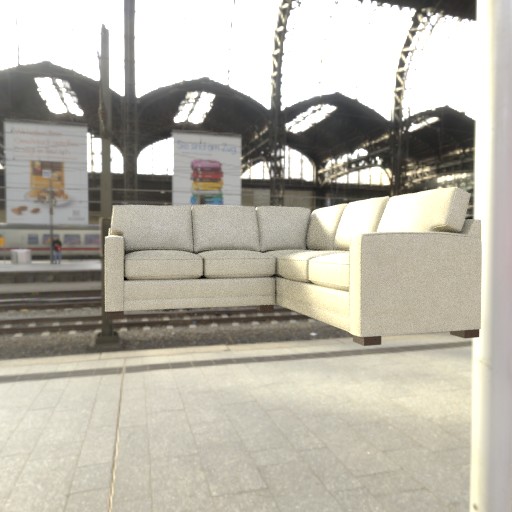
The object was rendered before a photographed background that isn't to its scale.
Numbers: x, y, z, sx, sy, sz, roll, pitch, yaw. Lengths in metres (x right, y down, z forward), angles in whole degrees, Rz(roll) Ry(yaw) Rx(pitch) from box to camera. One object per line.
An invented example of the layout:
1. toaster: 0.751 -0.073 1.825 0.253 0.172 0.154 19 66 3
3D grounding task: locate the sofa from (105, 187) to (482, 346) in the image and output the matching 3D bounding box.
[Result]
1. sofa: 0.000 0.000 3.364 2.188 0.936 2.211 0 2 -18
